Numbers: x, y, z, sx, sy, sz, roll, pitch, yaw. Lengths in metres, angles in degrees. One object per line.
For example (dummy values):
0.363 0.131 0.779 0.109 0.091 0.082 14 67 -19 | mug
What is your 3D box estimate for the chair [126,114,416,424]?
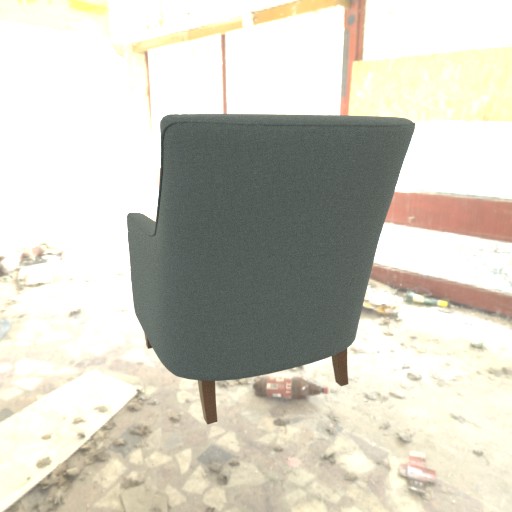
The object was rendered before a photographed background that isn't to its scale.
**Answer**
0.000 0.000 1.546 0.756 0.916 0.879 -7 17 -24 | chair
